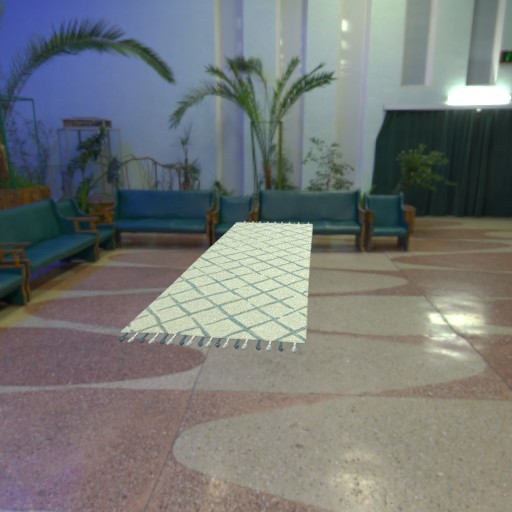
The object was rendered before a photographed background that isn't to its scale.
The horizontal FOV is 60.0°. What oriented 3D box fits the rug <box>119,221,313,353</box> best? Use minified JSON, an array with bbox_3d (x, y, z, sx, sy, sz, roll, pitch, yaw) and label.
[{"bbox_3d":[0.000,0.000,2.521,0.620,0.008,2.372,2,14,7],"label":"rug"}]
